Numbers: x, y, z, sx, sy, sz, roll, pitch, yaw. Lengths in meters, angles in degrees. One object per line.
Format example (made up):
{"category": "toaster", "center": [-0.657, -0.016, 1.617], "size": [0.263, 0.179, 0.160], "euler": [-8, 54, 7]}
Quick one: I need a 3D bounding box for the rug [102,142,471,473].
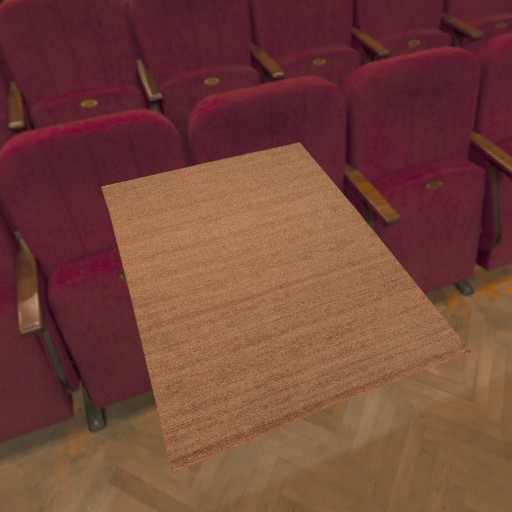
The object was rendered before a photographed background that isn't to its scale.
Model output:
{"category": "rug", "center": [0.000, 0.000, 4.962], "size": [2.873, 0.053, 3.778], "euler": [-16, 49, -14]}
